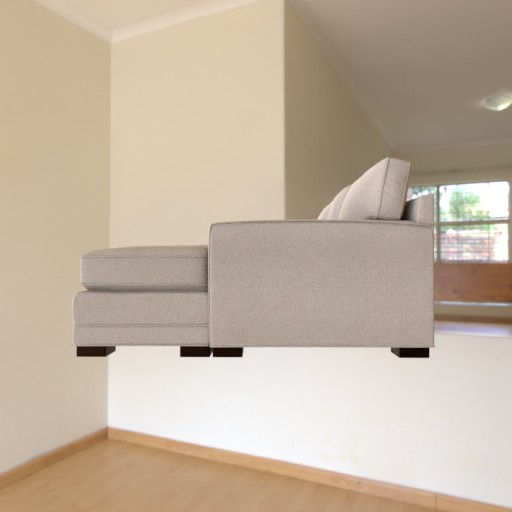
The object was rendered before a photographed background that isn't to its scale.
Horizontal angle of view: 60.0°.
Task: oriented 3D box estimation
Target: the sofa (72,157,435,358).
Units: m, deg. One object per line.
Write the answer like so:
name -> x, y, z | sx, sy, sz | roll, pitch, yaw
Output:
sofa -> 0.000, 0.000, 2.855 | 1.496, 0.861, 2.087 | 0, -1, 1
